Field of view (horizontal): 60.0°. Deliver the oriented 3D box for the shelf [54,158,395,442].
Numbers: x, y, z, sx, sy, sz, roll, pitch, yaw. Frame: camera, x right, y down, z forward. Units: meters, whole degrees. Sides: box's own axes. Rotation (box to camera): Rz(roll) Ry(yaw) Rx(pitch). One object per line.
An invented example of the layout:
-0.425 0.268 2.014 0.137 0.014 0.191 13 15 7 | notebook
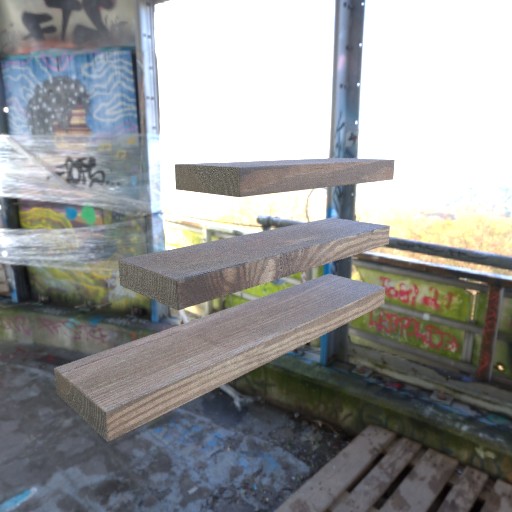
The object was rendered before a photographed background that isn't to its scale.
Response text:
0.000 0.000 0.714 0.140 0.293 0.610 14 20 43 | shelf
